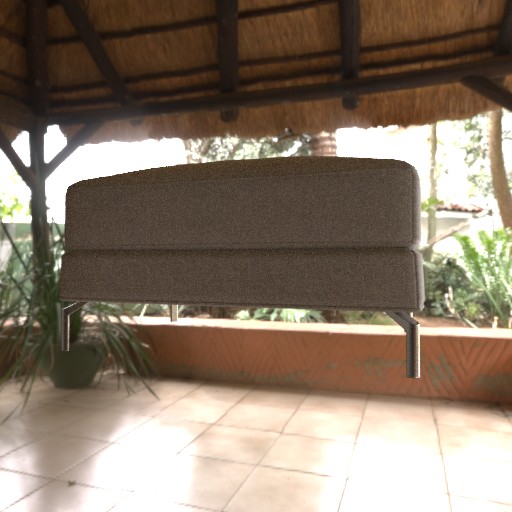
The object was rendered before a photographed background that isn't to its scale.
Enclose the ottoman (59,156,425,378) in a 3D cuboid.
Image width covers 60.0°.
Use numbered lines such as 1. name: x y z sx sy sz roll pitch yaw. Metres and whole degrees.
1. ottoman: 0.000 0.000 1.201 0.838 0.457 0.584 0 -1 18
